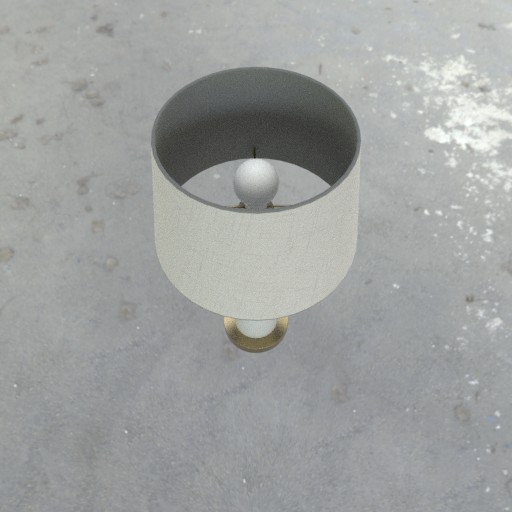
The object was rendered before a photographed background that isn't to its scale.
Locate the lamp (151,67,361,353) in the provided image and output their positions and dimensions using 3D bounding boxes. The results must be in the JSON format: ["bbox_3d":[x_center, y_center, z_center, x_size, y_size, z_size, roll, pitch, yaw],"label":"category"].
[{"bbox_3d":[0.000,0.000,0.748,0.309,0.545,0.309,0,57,0],"label":"lamp"}]
